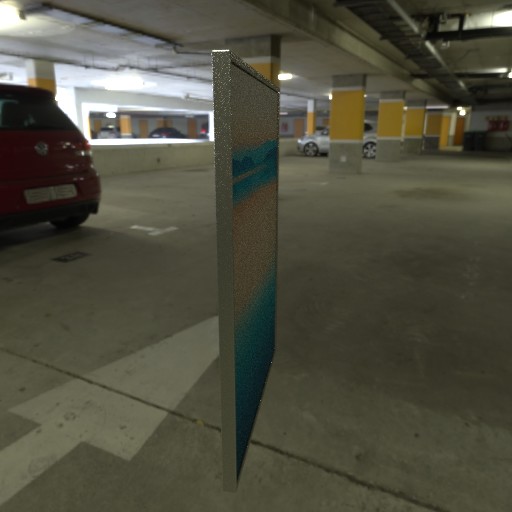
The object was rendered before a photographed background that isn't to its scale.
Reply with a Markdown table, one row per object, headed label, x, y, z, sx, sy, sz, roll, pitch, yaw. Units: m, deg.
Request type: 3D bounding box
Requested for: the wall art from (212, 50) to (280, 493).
| label | x | y | z | sx | sy | sz | roll | pitch | yaw |
| --- | --- | --- | --- | --- | --- | --- | --- | --- | --- |
| wall art | 0.000 | 0.000 | 1.394 | 0.037 | 1.062 | 0.801 | 3 | 16 | 10 |
